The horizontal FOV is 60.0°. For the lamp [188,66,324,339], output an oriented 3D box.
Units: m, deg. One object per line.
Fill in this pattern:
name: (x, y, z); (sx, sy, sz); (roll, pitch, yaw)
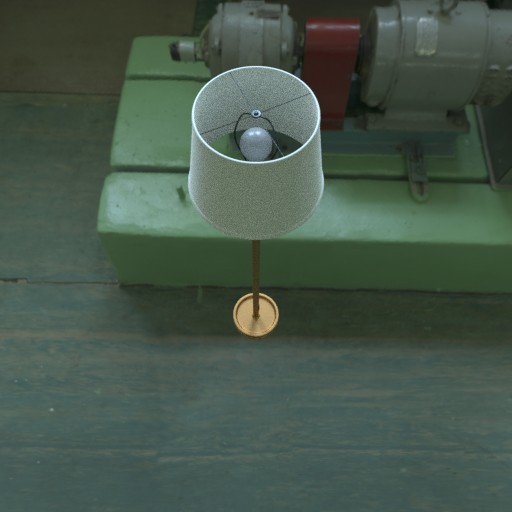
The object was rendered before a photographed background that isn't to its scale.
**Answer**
lamp: (0.000, 0.000, 0.792); (0.178, 0.710, 0.178); (0, 64, 0)
